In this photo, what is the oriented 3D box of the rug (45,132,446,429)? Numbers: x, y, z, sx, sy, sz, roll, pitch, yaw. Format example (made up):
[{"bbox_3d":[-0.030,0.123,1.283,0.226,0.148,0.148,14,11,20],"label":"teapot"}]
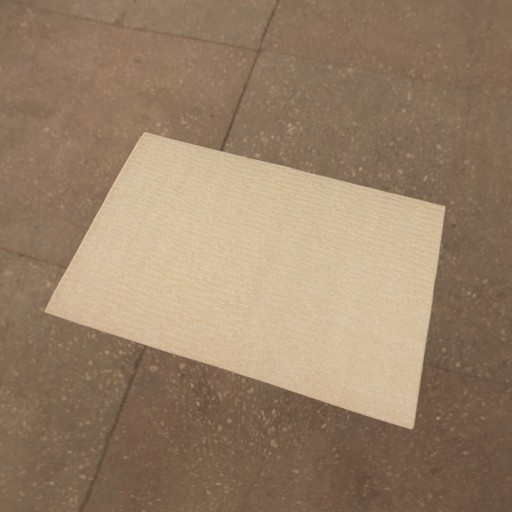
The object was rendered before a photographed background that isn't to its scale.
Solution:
[{"bbox_3d":[0.000,0.000,2.346,1.848,0.014,1.238,16,64,8],"label":"rug"}]
